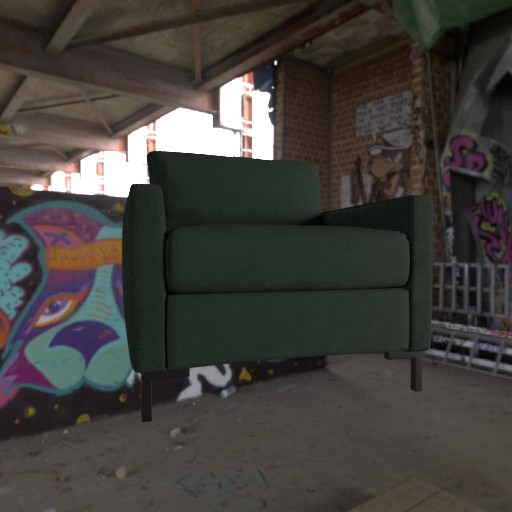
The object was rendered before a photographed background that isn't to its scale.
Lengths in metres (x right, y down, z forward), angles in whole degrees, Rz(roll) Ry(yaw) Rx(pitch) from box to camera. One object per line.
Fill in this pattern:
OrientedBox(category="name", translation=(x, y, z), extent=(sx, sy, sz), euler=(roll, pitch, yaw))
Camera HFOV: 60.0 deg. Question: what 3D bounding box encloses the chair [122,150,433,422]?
OrientedBox(category="chair", translation=(0.000, 0.000, 1.669), extent=(0.963, 0.861, 0.866), euler=(0, 1, -17))
